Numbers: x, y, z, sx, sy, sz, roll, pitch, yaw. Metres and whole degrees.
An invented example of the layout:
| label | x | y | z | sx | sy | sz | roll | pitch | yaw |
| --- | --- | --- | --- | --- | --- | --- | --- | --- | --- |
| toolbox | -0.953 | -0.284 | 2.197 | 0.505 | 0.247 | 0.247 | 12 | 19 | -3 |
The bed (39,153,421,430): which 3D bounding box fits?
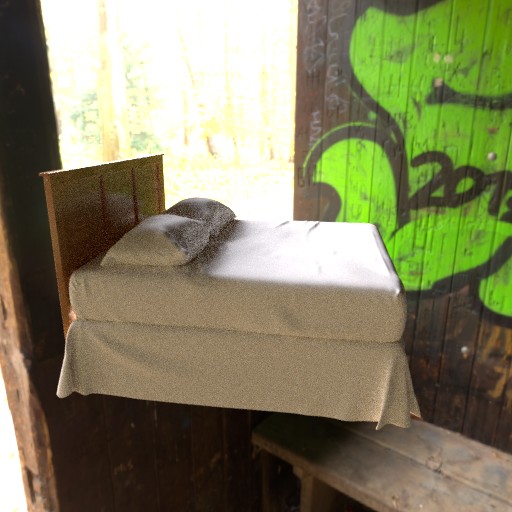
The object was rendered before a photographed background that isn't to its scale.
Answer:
| label | x | y | z | sx | sy | sz | roll | pitch | yaw |
| --- | --- | --- | --- | --- | --- | --- | --- | --- | --- |
| bed | 0.000 | 0.000 | 3.082 | 2.035 | 1.273 | 1.870 | 3 | 17 | 9 |
